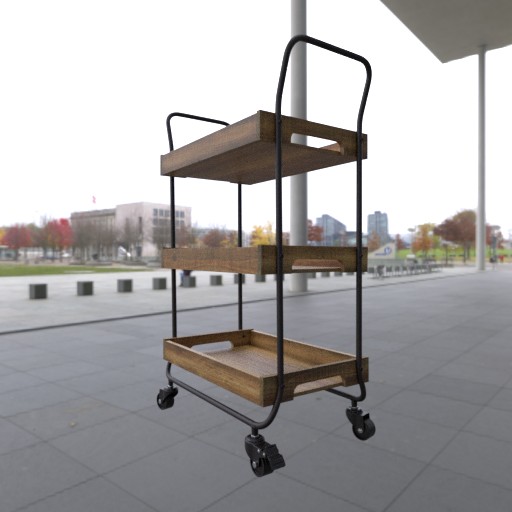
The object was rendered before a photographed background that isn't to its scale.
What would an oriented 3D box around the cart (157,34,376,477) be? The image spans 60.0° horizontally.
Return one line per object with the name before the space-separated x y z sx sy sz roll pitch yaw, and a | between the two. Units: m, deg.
cart | 0.000 0.000 1.140 0.339 0.857 0.583 0 0 -35
